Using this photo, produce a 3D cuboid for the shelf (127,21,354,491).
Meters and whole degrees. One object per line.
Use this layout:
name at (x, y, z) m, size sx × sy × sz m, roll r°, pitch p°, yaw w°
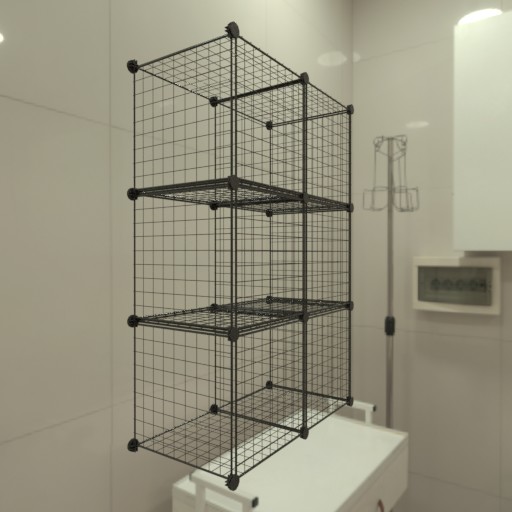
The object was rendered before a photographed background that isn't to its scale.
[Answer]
shelf at (0.000, 0.000, 1.389) m, size 0.356 × 1.067 × 0.711 m, roll 0°, pitch 0°, yaw 35°
